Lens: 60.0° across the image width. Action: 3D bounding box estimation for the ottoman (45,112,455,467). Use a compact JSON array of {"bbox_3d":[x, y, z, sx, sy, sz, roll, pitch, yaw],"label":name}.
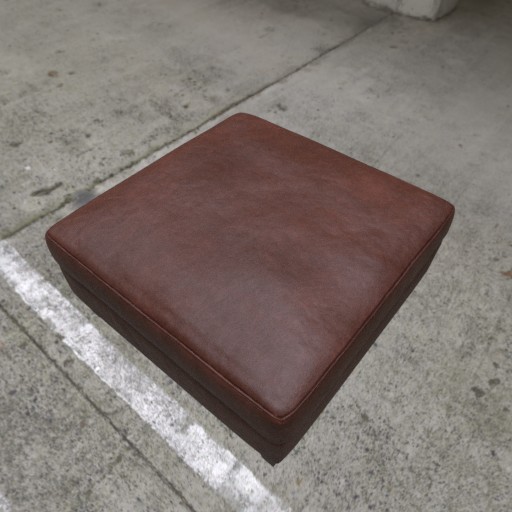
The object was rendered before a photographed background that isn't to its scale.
[{"bbox_3d":[0.000,0.000,1.322,0.836,0.415,0.844,32,55,26],"label":"ottoman"}]
